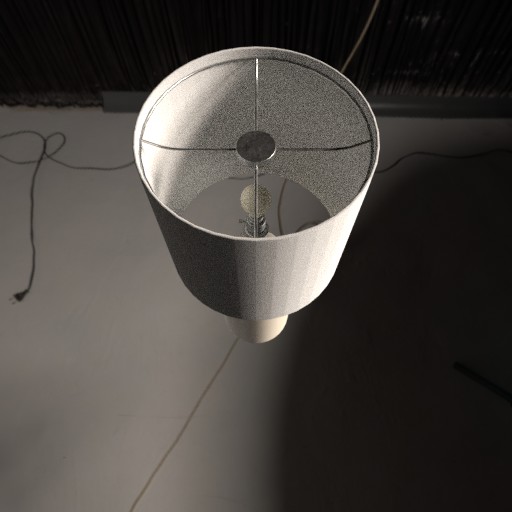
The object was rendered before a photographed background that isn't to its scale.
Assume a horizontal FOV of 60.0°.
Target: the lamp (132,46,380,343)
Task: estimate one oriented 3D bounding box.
[{"bbox_3d":[0.000,0.000,0.603,0.212,0.493,0.212,0,64,0],"label":"lamp"}]
